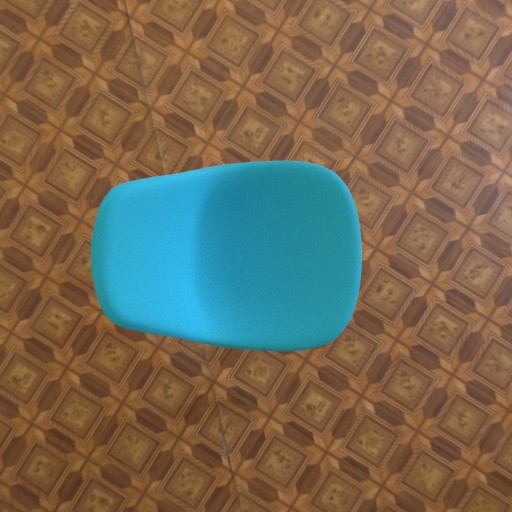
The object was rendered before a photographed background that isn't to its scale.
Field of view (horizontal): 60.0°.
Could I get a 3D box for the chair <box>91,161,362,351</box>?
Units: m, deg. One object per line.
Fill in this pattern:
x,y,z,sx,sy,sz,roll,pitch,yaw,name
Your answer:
0.000,0.000,1.138,0.533,0.826,0.470,0,90,1,chair
